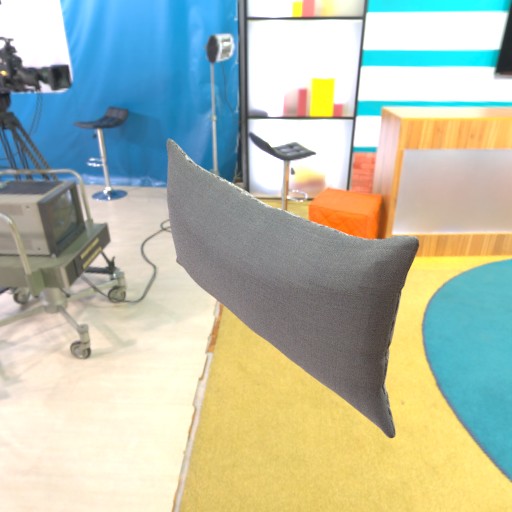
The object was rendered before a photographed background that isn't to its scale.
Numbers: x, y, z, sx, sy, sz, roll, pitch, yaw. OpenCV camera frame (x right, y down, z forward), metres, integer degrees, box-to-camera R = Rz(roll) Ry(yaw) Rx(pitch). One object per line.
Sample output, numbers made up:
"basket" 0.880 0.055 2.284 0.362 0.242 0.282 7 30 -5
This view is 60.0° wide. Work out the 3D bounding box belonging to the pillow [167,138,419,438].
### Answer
"pillow" 0.000 0.000 0.755 0.148 0.290 0.631 -18 32 -31
